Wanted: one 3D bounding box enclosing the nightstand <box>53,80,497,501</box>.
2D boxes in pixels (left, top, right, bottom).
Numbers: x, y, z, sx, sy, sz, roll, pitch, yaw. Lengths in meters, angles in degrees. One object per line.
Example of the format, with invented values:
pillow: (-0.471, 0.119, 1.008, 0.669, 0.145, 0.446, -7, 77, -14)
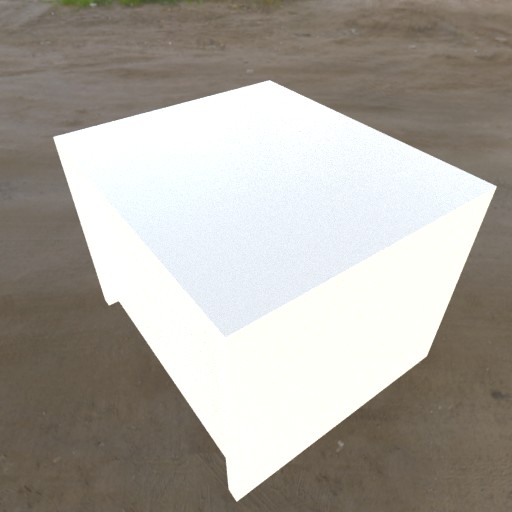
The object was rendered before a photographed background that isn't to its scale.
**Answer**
nightstand: (0.000, 0.000, 0.725, 0.408, 0.351, 0.470, -26, 47, -27)
